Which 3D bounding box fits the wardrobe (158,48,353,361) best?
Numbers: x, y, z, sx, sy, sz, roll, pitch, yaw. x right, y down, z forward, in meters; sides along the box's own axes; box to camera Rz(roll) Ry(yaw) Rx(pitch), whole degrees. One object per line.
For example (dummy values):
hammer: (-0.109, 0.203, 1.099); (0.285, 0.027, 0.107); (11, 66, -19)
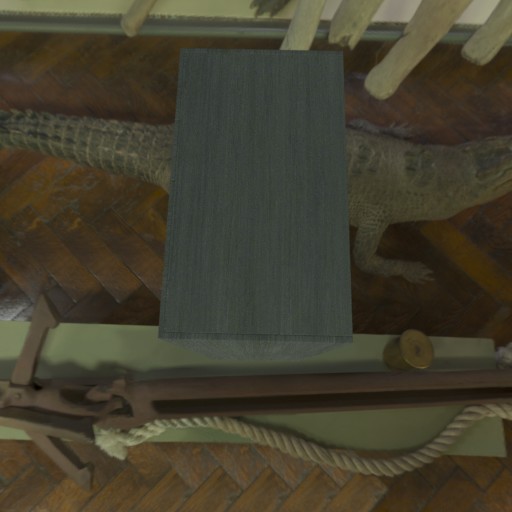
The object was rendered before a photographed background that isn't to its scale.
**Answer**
wardrobe: (0.000, 0.000, 2.270); (0.577, 1.808, 0.991); (1, 75, 0)
